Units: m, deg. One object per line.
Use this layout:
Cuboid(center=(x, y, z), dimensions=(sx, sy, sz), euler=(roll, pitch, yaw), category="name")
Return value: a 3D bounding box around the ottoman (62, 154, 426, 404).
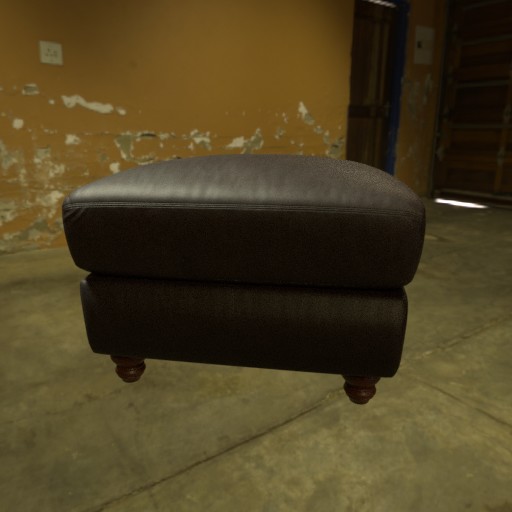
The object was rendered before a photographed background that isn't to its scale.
Cuboid(center=(0.000, 0.000, 1.276), dimensions=(0.806, 0.569, 0.670), euler=(2, 15, 9), category="ottoman")
